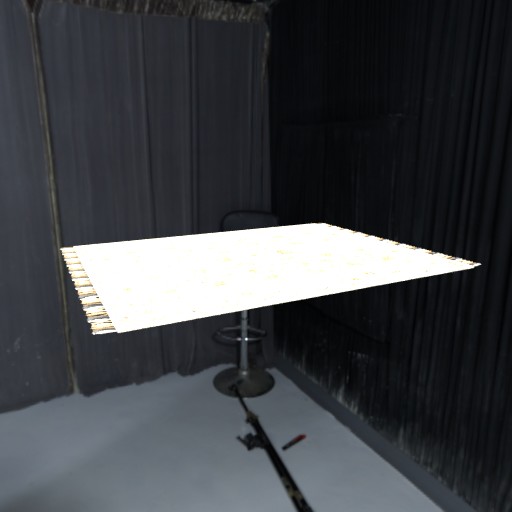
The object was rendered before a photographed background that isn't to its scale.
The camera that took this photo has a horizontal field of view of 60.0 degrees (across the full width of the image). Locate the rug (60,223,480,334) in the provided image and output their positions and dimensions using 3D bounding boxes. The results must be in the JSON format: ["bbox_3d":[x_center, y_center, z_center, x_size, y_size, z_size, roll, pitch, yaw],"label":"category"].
[{"bbox_3d":[0.000,0.000,2.225,1.726,0.009,1.278,-7,16,-26],"label":"rug"}]
